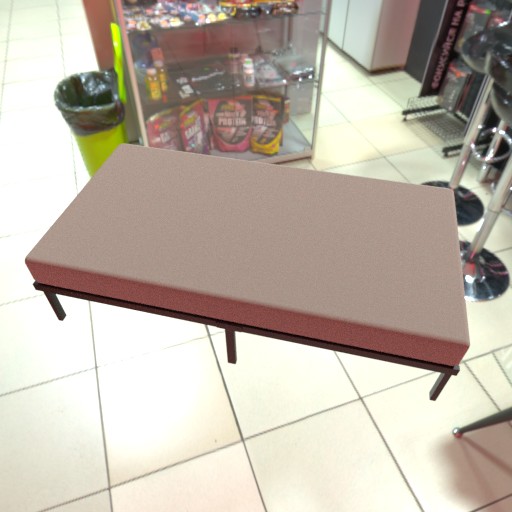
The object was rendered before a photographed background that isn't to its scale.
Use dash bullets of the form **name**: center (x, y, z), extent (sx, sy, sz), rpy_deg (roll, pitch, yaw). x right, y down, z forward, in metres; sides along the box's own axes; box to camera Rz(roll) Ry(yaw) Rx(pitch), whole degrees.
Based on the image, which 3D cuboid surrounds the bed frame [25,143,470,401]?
- **bed frame**: center (0.000, 0.000, 3.179), extent (2.635, 0.680, 1.393), rpy_deg (10, 47, 9)
